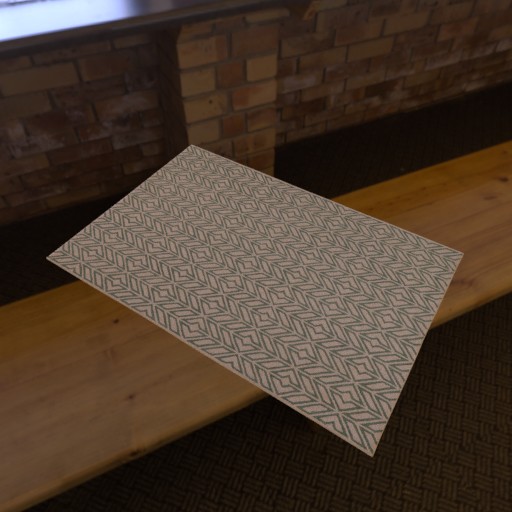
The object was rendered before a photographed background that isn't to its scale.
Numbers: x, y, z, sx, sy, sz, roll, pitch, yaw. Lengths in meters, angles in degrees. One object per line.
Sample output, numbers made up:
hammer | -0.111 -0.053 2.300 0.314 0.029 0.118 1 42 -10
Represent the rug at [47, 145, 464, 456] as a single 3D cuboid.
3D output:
rug | 0.000 0.000 2.332 1.828 0.007 1.220 26 53 21
